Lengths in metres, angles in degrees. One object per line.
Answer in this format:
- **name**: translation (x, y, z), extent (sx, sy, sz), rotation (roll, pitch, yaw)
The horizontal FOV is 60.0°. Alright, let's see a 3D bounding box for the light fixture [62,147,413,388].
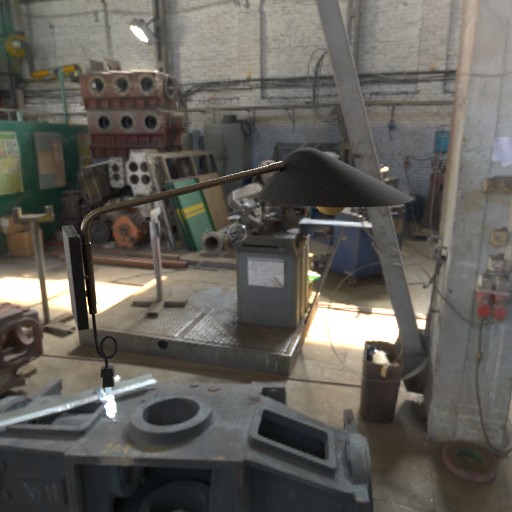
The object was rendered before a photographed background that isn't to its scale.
- **light fixture**: translation (0.000, 0.000, 0.661), extent (0.516, 0.312, 0.240), rotation (-8, 17, -27)
